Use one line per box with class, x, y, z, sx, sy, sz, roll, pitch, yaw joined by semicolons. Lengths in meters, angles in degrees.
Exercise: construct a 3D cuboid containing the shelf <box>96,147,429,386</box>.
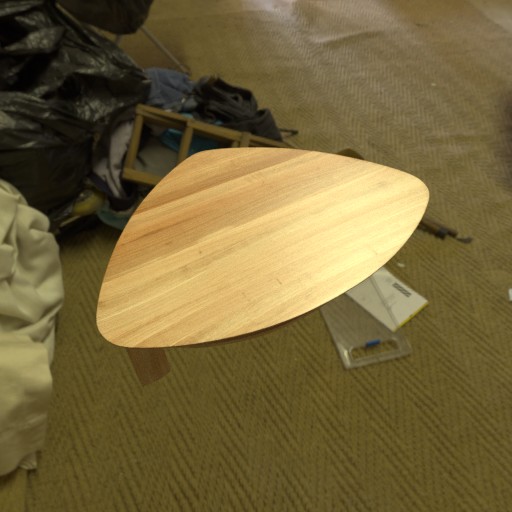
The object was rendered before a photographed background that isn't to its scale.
shelf;0.000;0.000;1.699;1.240;0.439;0.863;-25;52;-21
